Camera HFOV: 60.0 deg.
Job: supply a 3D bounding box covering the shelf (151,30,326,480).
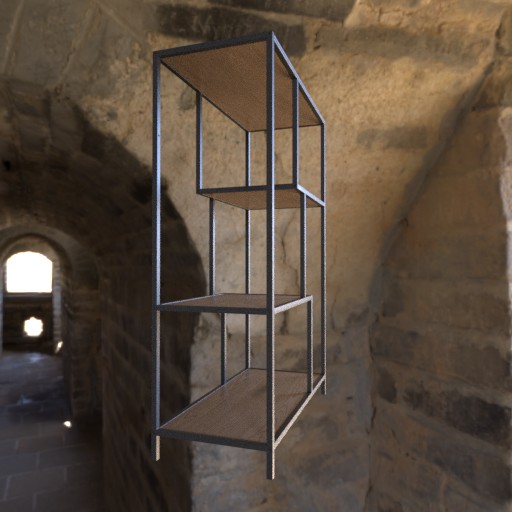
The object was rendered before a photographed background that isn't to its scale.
[{"bbox_3d":[0.000,0.000,1.542,0.350,1.138,0.770,0,-1,19],"label":"shelf"}]
